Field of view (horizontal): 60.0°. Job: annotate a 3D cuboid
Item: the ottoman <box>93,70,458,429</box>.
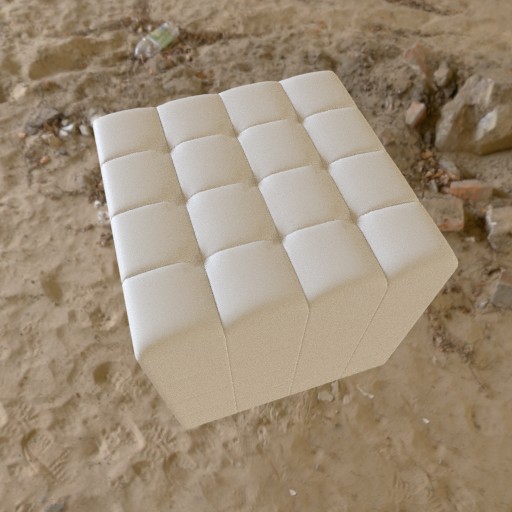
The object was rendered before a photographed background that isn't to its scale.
[{"bbox_3d":[0.000,0.000,0.814,0.425,0.432,0.425,-15,59,-9],"label":"ottoman"}]
